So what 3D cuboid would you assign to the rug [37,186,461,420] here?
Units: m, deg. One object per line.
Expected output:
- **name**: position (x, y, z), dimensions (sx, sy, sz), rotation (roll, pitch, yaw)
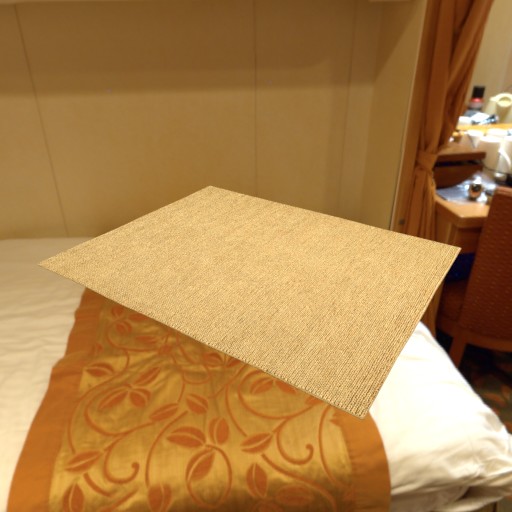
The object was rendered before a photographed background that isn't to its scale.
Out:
- **rug**: position (0.000, 0.000, 4.033), dimensions (3.034, 0.012, 2.406), rotation (18, 34, 29)
